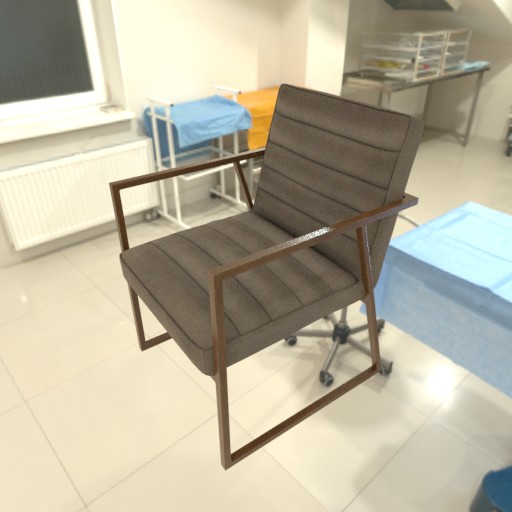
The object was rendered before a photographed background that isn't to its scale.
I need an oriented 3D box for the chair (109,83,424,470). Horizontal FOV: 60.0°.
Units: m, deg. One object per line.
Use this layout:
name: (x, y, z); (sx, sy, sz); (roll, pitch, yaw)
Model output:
chair: (0.000, 0.000, 1.316); (0.682, 0.843, 0.578); (-20, 37, -29)
